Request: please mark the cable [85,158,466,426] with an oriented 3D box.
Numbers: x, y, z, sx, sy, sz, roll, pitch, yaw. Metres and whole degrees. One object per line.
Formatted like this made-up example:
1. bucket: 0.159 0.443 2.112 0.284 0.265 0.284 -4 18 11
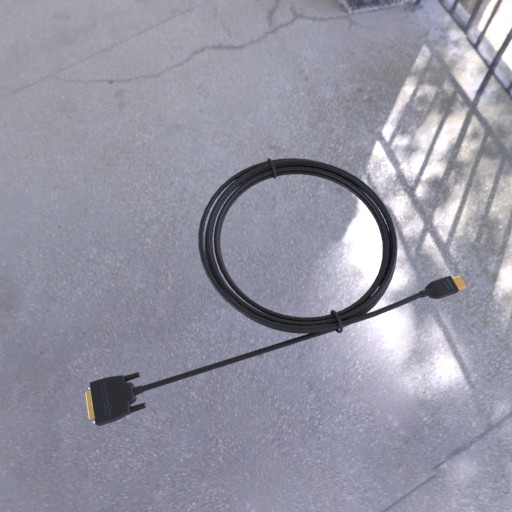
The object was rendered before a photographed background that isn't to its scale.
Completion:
1. cable: 0.000 0.000 0.515 0.422 0.030 0.257 -16 64 -8
